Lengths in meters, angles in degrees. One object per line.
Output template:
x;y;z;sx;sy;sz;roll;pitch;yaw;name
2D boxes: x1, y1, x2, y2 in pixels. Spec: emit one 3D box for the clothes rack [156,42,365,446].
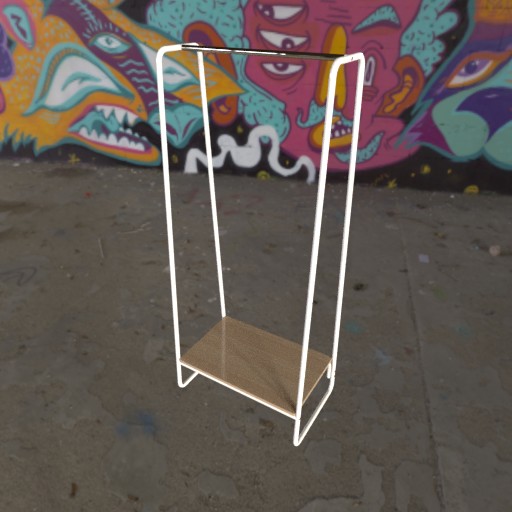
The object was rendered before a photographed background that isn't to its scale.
0.000;0.000;1.765;0.640;1.500;0.400;17;34;27;clothes rack
